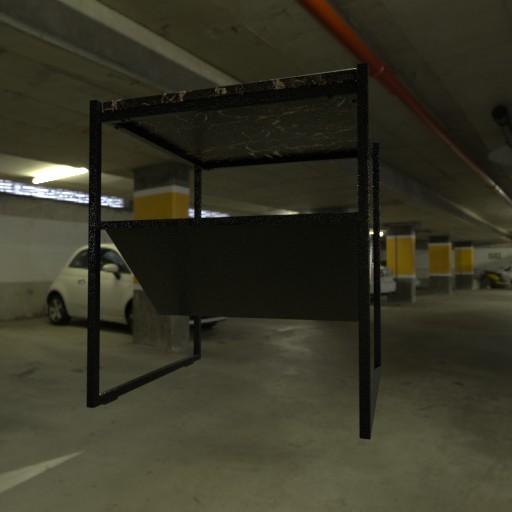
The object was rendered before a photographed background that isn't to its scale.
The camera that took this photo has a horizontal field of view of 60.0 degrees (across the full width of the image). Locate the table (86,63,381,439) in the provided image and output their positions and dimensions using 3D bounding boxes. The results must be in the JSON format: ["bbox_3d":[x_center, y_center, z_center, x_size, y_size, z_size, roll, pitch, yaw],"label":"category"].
[{"bbox_3d":[0.000,0.000,0.895,0.469,0.534,0.432,-1,-2,18],"label":"table"}]
